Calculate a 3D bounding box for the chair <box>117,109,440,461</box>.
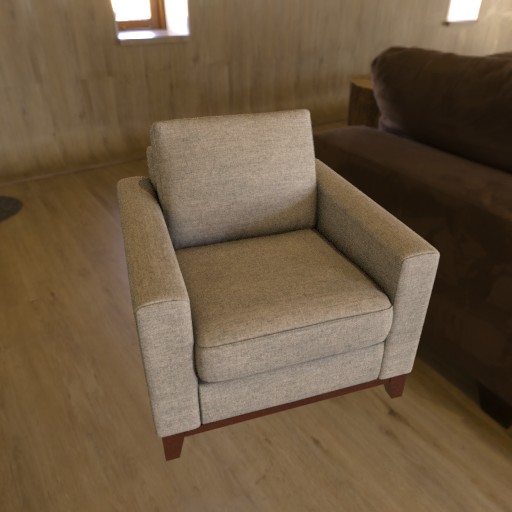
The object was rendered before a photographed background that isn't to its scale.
[{"bbox_3d":[0.000,0.000,1.848,1.024,1.010,1.038,-9,32,-15],"label":"chair"}]
